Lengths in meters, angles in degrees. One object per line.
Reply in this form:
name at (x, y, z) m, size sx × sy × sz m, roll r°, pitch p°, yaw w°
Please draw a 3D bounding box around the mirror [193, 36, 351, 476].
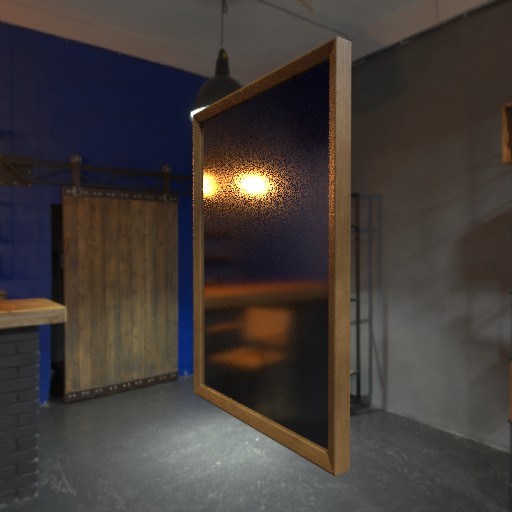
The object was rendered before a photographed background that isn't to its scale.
mirror at (0.000, 0.000, 0.933) m, size 0.039 × 0.711 × 0.508 m, roll -1°, pitch 1°, yaw -35°
